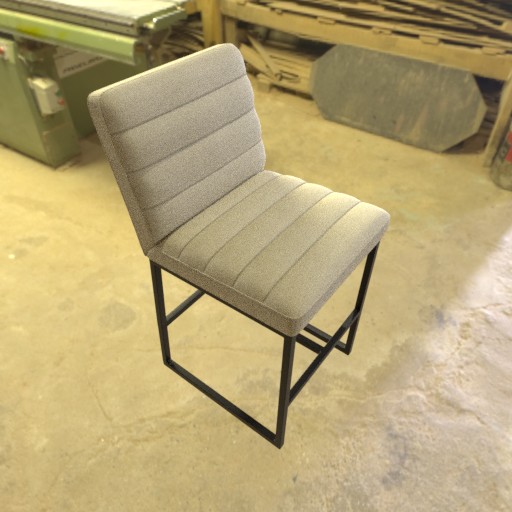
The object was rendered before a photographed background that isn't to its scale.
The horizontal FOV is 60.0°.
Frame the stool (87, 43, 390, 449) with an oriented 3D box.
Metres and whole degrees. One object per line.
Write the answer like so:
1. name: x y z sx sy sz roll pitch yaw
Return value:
1. stool: 0.000 0.000 1.231 0.560 0.940 0.460 27 49 27
